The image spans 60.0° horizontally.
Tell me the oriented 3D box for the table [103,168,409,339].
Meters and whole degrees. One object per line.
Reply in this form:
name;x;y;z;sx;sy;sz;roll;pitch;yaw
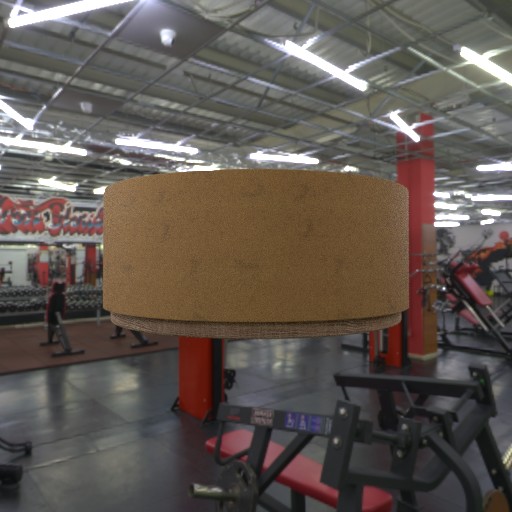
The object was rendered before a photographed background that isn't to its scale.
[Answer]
table;0.000;0.000;1.535;1.001;0.409;1.001;0;-1;0
